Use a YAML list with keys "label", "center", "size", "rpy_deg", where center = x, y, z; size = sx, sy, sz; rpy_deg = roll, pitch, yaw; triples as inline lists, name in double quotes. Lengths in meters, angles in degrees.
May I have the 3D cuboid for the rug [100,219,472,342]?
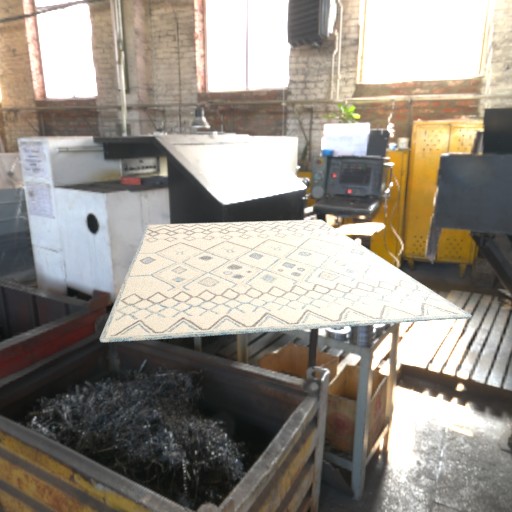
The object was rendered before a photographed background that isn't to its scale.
- label: "rug"
  center: [0.000, 0.000, 2.326]
  size: [1.260, 0.009, 1.820]
  rpy_deg: [-2, 16, -8]
